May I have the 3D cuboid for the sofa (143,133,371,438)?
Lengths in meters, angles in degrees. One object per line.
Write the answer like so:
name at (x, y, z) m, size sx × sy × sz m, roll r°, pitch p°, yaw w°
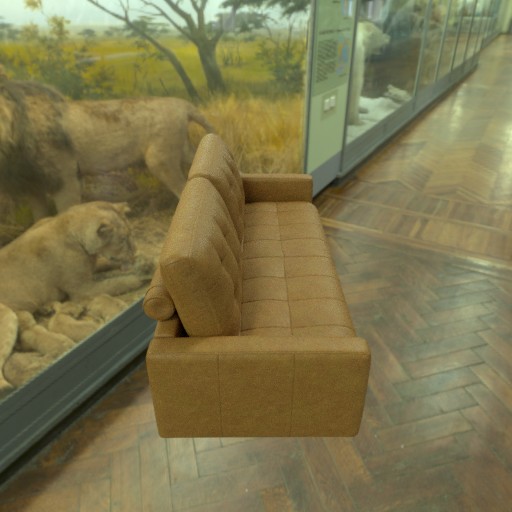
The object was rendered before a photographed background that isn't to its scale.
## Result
sofa at (0.000, 0.000, 2.343) m, size 0.850 × 0.898 × 1.821 m, roll 0°, pitch 30°, yaw 0°
